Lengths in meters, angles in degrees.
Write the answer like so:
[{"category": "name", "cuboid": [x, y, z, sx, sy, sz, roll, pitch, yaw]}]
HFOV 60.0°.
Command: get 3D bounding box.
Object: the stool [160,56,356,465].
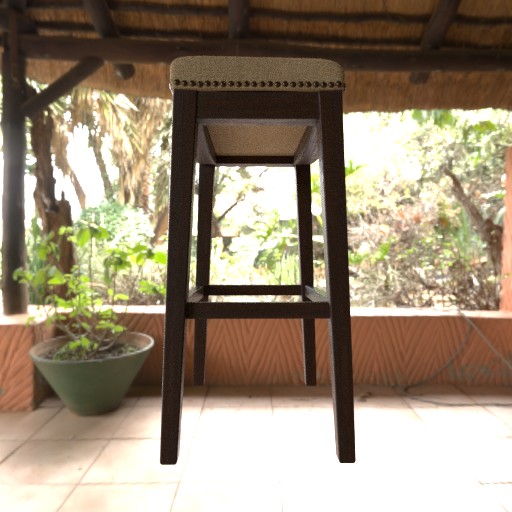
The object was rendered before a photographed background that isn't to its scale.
[{"category": "stool", "cuboid": [0.000, 0.000, 1.068, 0.363, 0.768, 0.509, 0, 0, -1]}]
